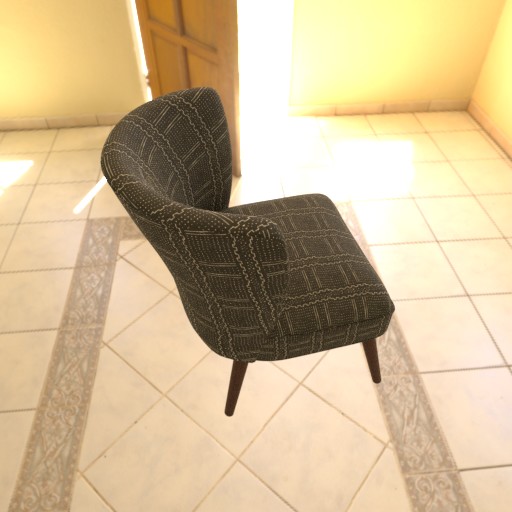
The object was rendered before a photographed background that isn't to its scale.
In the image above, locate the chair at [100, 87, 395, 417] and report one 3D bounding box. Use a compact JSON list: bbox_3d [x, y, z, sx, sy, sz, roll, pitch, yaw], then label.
[{"bbox_3d":[0.000,0.000,1.404,0.758,0.866,0.710,-11,46,-10],"label":"chair"}]
